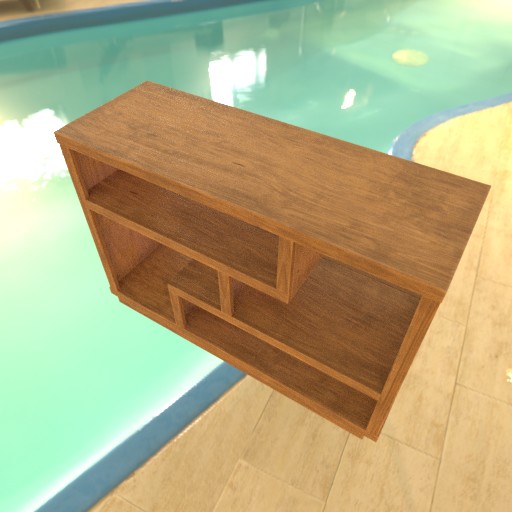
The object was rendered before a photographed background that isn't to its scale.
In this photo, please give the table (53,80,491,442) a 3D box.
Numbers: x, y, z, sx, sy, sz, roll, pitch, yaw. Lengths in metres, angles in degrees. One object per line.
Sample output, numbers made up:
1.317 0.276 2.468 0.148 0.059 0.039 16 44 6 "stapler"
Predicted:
0.000 0.000 1.482 1.151 0.771 0.410 24 50 22 "table"
